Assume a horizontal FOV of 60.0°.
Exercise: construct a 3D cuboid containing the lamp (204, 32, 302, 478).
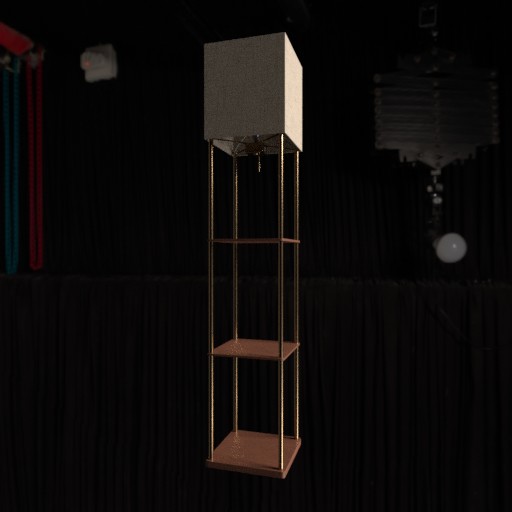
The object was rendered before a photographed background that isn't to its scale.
[{"bbox_3d":[0.000,0.000,1.748,0.308,1.569,0.310,0,0,17],"label":"lamp"}]
